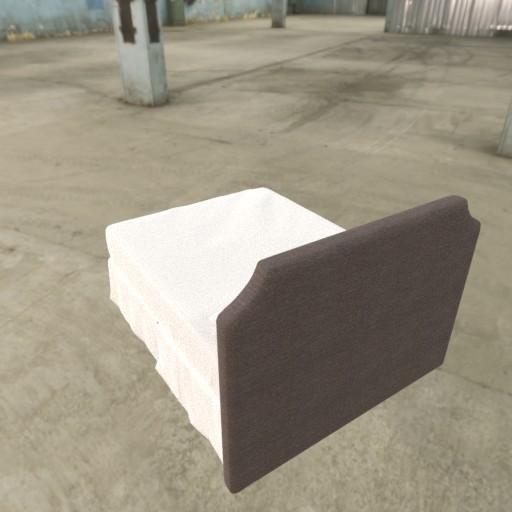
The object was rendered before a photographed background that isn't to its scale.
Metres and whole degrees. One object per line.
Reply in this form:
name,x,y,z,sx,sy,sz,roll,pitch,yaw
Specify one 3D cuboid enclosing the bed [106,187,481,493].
bed,0.000,0.000,3.072,1.693,1.290,2.116,-18,35,-29
